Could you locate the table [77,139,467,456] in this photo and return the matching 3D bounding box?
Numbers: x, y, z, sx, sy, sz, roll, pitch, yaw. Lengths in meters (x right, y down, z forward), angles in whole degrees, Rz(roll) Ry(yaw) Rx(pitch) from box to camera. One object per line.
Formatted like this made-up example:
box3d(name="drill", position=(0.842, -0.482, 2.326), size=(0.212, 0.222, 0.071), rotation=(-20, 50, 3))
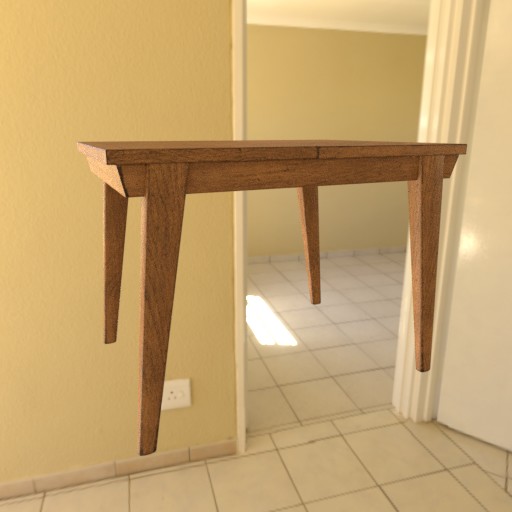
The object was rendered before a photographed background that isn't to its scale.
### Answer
box3d(name="table", position=(0.000, 0.000, 1.534), size=(1.027, 0.760, 0.757), rotation=(-7, 17, -24))
